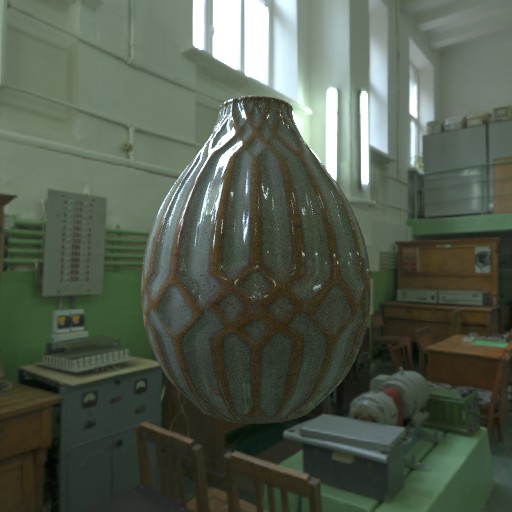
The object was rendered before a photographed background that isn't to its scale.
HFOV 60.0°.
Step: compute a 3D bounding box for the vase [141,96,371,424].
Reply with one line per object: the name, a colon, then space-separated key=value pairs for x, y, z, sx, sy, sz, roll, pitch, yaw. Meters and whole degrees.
vase: x=0.000 y=0.000 z=0.262 sx=0.131 sy=0.175 sz=0.131 roll=0 pitch=-1 yaw=0
